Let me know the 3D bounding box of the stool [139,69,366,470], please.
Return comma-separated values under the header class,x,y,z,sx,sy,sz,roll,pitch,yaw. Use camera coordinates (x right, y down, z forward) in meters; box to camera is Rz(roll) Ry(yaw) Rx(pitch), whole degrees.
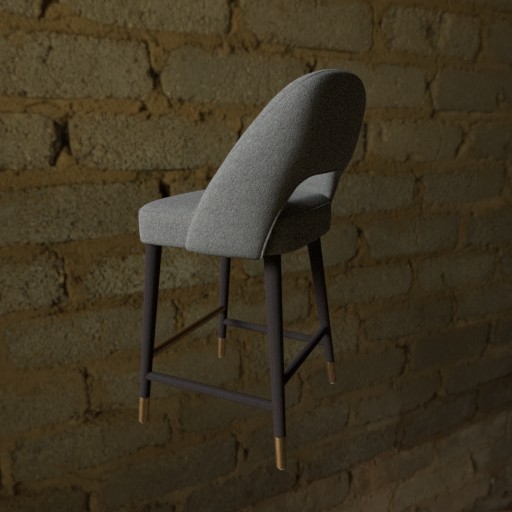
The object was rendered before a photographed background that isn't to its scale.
class,x,y,z,sx,sy,sz,roll,pitch,yaw
stool,0.000,0.000,1.234,0.524,0.925,0.536,7,16,25
